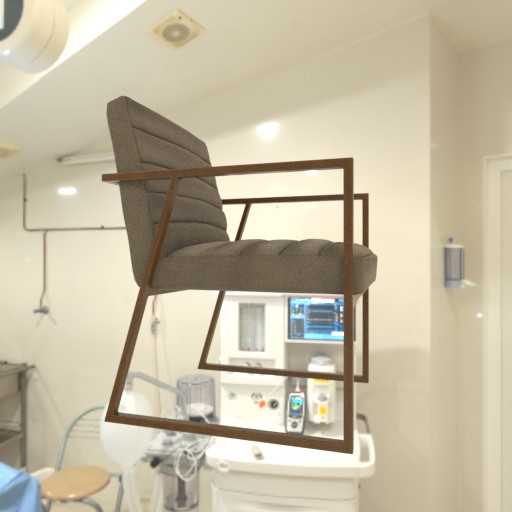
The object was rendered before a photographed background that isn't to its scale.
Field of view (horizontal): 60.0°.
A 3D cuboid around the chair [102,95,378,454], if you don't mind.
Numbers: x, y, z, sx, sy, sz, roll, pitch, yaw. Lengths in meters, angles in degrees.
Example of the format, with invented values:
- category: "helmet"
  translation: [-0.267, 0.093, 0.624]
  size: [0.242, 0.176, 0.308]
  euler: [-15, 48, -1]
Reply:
- category: "chair"
  translation: [0.000, 0.000, 1.307]
  size: [0.682, 0.843, 0.578]
  euler: [0, 0, 18]
